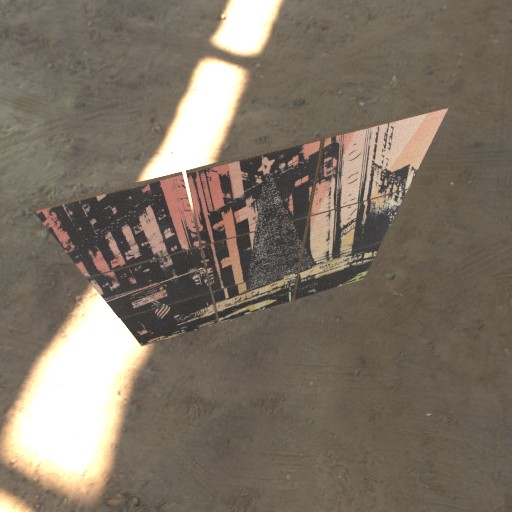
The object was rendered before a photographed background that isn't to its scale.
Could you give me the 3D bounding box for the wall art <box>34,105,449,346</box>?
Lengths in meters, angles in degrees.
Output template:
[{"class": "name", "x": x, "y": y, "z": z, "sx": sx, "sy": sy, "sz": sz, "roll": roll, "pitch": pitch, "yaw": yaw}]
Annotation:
[{"class": "wall art", "x": 0.000, "y": 0.000, "z": 1.344, "sx": 0.919, "sy": 0.917, "sz": 0.010, "roll": -16, "pitch": 63, "yaw": -8}]
